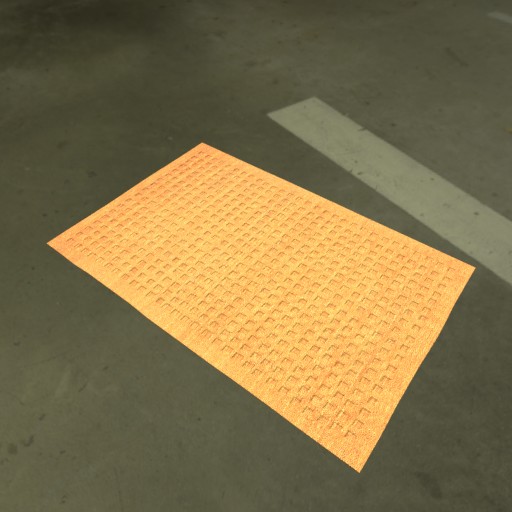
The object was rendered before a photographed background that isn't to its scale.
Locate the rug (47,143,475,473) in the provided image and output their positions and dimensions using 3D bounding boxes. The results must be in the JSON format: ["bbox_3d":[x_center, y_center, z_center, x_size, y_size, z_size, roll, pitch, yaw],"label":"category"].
[{"bbox_3d":[0.000,0.000,2.144,1.747,0.006,1.143,29,54,25],"label":"rug"}]
